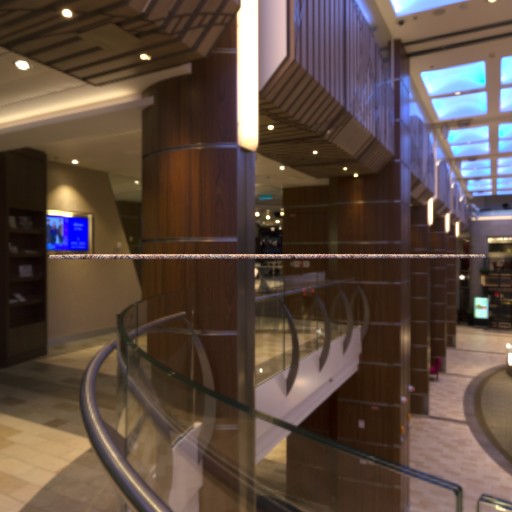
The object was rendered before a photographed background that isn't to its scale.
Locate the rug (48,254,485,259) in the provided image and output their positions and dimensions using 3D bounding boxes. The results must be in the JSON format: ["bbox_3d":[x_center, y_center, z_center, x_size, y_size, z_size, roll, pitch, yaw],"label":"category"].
[{"bbox_3d":[0.000,0.000,2.219,1.761,0.014,1.143,0,0,-18],"label":"rug"}]
